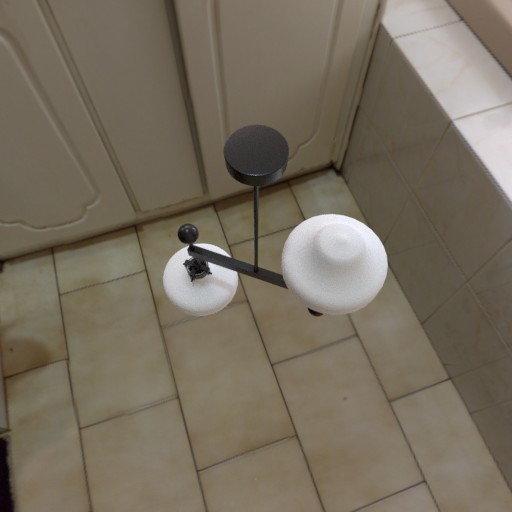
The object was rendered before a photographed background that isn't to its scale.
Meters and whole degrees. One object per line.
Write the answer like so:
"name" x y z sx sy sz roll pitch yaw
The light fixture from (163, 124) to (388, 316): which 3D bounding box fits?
"light fixture" 0.000 0.000 1.023 0.489 0.743 0.422 -15 64 -7
